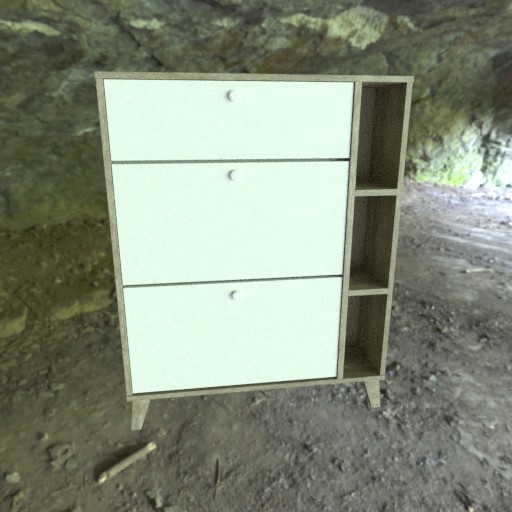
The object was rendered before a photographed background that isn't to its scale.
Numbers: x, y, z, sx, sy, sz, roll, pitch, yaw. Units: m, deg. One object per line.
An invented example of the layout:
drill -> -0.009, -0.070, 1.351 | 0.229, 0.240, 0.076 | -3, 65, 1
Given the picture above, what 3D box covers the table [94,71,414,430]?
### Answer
table -> 0.000, 0.000, 1.518 | 0.902, 1.135, 0.256 | -2, 17, -8
